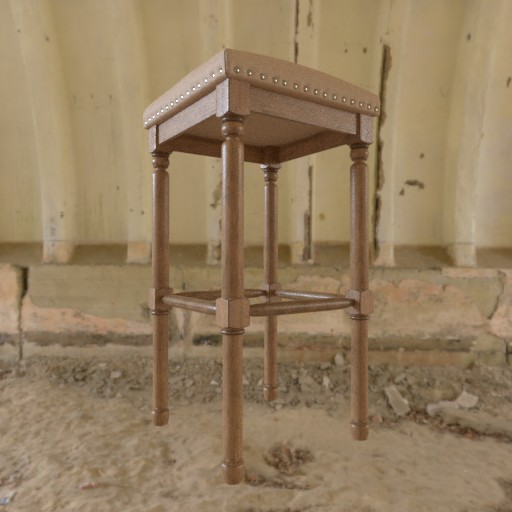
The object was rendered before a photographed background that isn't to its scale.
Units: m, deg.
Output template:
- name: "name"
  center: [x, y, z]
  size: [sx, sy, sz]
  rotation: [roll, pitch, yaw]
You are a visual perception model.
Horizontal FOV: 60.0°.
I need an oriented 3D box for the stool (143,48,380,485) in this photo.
- name: "stool"
  center: [0.000, 0.000, 0.978]
  size: [0.383, 0.768, 0.382]
  rotation: [0, 0, -35]
